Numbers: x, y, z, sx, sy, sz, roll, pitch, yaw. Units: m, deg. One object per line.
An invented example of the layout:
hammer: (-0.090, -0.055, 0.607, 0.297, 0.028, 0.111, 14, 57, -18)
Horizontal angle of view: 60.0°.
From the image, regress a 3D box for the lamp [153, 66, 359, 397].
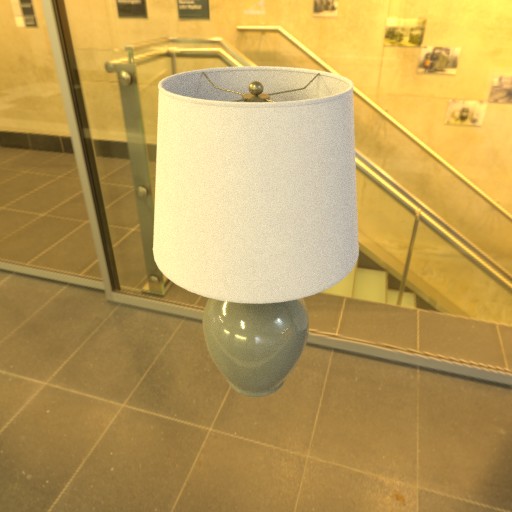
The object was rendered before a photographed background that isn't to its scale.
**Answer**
lamp: (0.000, 0.000, 0.536, 0.239, 0.399, 0.239, 0, 31, 0)
